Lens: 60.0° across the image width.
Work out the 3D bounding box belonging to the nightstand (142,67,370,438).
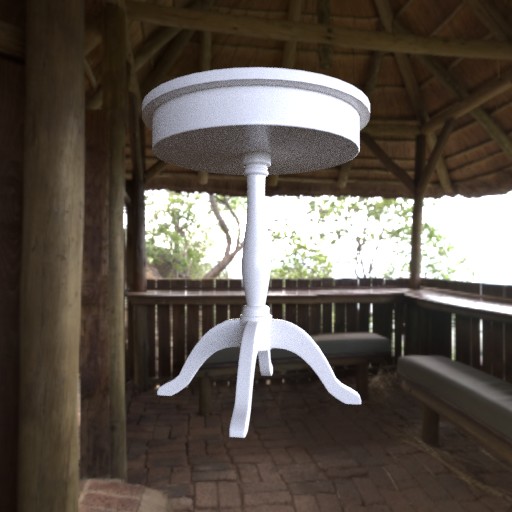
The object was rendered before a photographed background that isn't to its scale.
[{"bbox_3d":[0.000,0.000,1.023,0.513,0.653,0.513,0,-1,17],"label":"nightstand"}]
